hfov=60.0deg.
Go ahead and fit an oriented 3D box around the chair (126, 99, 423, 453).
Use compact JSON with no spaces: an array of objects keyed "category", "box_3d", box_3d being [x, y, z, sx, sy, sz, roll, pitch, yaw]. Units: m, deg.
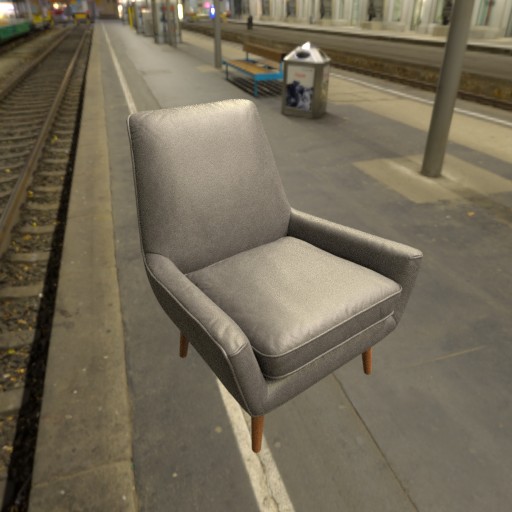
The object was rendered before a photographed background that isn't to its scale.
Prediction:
[{"category":"chair","box_3d":[0.000,0.000,1.502,0.787,0.888,0.822,-21,36,-33]}]
